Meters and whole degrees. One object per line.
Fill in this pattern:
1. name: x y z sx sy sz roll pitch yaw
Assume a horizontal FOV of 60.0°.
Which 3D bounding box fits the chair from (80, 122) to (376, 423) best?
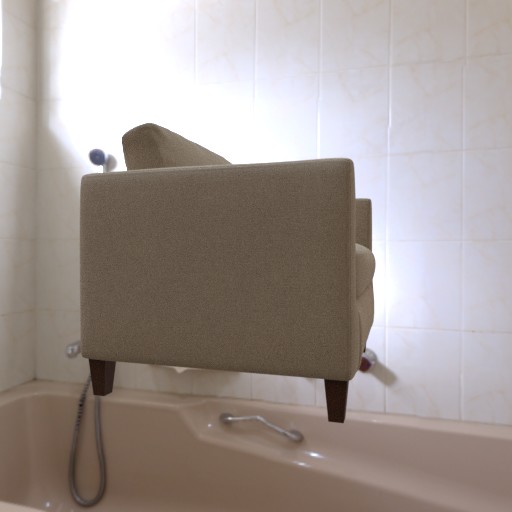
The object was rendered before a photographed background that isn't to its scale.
1. chair: 0.000 0.000 1.876 0.959 0.961 1.107 0 0 17
